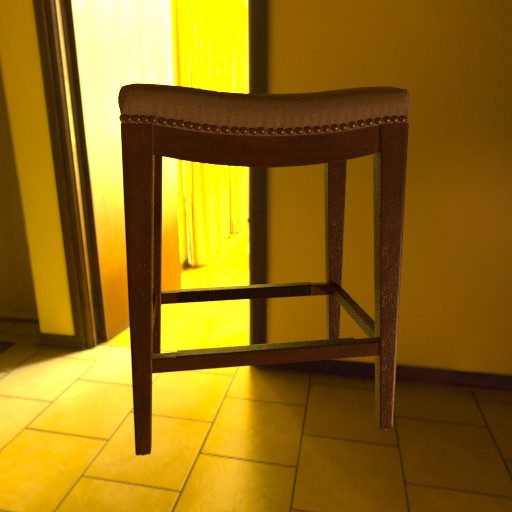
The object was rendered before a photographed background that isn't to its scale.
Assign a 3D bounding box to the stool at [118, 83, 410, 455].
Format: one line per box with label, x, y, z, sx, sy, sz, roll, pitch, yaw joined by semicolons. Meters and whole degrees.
stool;0.000;0.000;0.938;0.508;0.660;0.356;-2;17;-8
